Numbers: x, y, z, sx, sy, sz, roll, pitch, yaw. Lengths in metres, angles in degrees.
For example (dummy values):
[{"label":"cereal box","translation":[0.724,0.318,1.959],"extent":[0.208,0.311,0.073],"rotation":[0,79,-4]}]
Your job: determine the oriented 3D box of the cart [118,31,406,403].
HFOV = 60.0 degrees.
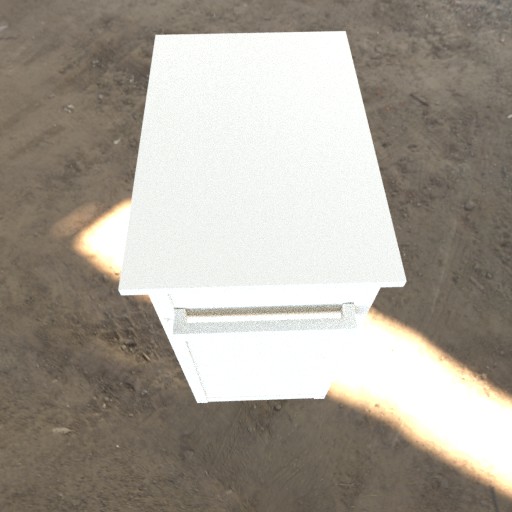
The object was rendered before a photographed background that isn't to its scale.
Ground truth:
[{"label":"cart","translation":[0.000,0.000,1.216],"extent":[0.442,0.864,0.683],"rotation":[-2,58,-1]}]
